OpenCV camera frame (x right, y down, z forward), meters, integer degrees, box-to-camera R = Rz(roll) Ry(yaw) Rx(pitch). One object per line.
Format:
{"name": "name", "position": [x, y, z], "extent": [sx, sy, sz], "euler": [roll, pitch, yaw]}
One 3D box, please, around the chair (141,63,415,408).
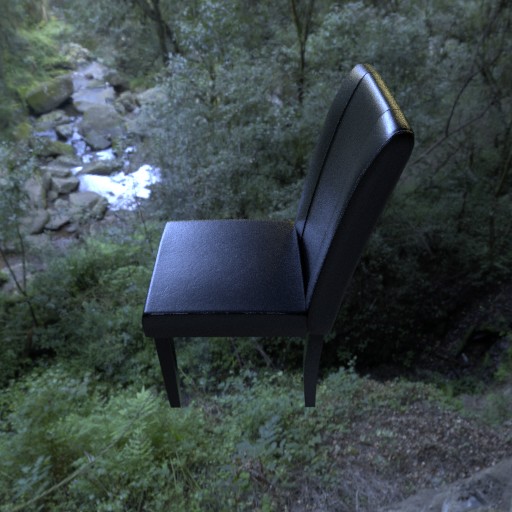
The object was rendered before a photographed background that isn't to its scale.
{"name": "chair", "position": [0.000, 0.000, 1.189], "extent": [0.556, 0.897, 0.399], "euler": [0, 41, 0]}
